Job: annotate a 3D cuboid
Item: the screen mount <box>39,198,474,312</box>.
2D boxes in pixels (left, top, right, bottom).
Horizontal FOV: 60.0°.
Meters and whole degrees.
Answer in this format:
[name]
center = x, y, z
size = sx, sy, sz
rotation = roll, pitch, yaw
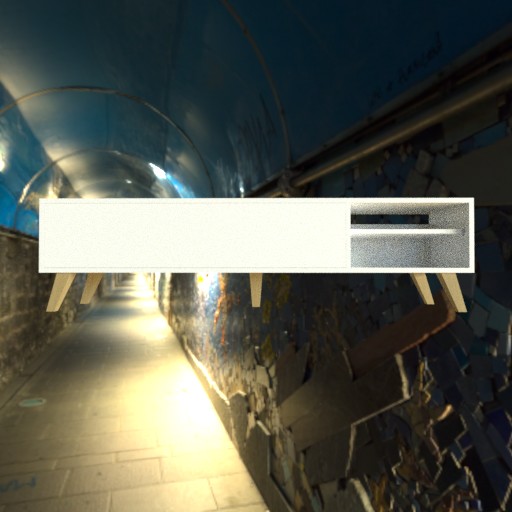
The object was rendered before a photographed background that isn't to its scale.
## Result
[screen mount]
center = 0.000, 0.000, 1.873
size = 1.644, 0.432, 0.399
rotation = 0, -1, 1
